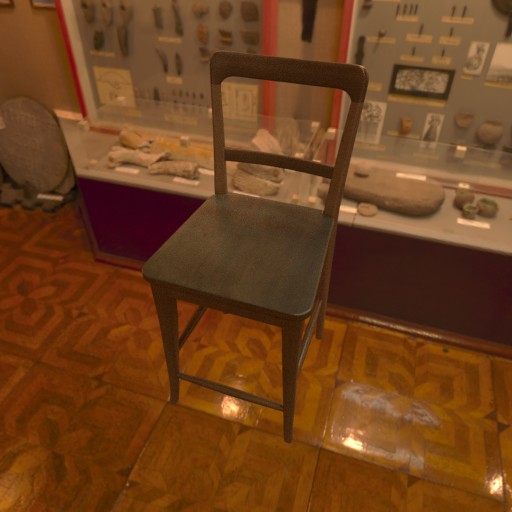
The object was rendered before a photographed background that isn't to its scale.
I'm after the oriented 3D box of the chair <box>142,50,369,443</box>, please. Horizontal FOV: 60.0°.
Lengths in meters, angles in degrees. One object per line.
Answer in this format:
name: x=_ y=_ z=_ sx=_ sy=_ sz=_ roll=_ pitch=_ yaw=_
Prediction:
chair: x=0.000 y=0.000 z=1.316 sx=0.450 sy=0.991 sz=0.546 roll=13 pitch=42 yaw=15
